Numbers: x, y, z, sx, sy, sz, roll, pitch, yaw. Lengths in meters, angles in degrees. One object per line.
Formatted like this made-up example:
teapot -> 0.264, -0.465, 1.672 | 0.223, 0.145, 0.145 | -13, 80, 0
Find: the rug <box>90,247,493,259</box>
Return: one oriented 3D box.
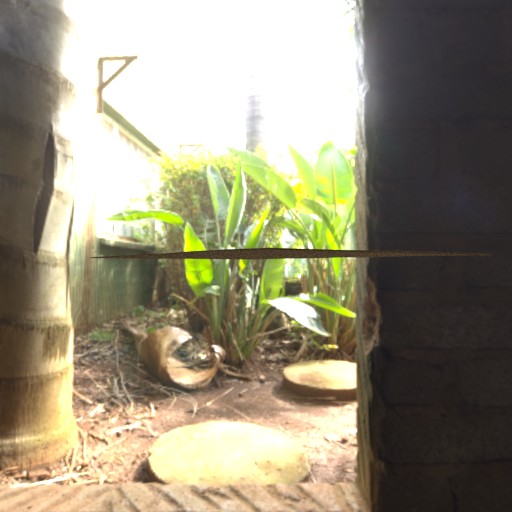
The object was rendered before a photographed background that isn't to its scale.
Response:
rug -> 0.000, 0.000, 2.177 | 1.146, 0.010, 1.745 | 1, -1, -35
